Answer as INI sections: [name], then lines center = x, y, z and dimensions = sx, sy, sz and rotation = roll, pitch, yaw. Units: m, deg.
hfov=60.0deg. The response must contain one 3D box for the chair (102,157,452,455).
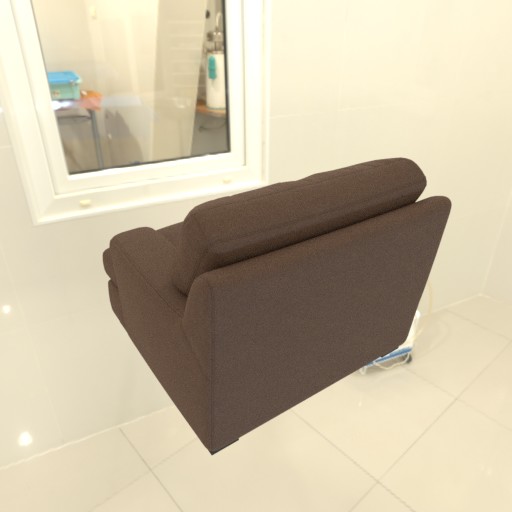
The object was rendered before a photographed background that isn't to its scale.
[chair]
center = 0.000, 0.000, 2.010
dimensions = 1.168, 0.940, 1.143
rotation = -19, 34, -30
